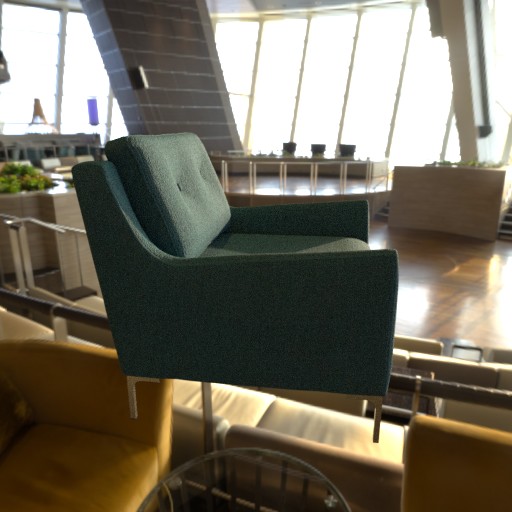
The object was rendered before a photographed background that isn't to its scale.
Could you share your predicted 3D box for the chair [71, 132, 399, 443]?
[{"bbox_3d":[0.000,0.000,1.556,0.849,0.828,0.847,2,17,8],"label":"chair"}]
